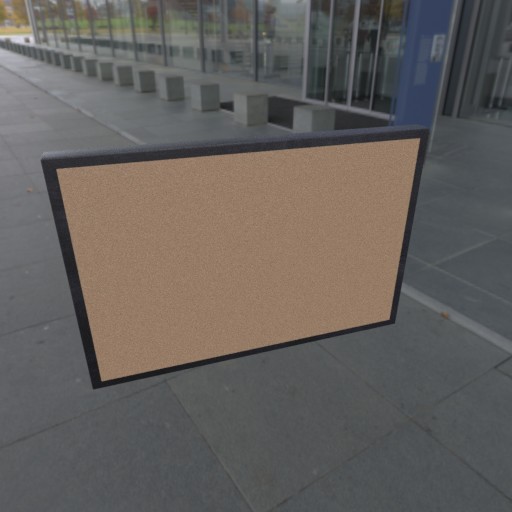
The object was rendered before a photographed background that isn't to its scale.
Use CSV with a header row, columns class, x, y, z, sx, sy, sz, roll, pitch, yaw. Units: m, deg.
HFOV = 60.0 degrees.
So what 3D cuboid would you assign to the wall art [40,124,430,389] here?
class,x,y,z,sx,sy,sz,roll,pitch,yaw
wall art,0.000,0.000,0.776,0.610,0.409,0.038,-9,29,-16
